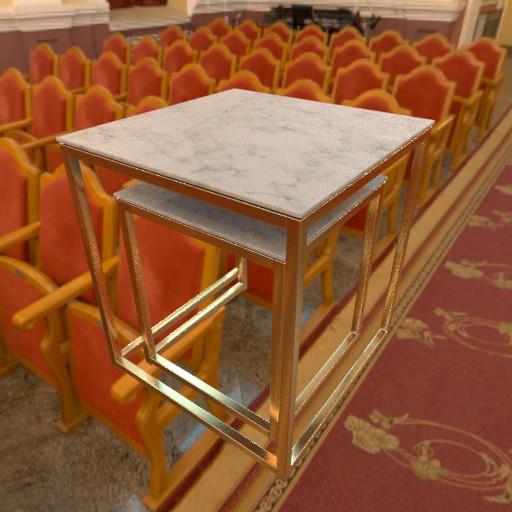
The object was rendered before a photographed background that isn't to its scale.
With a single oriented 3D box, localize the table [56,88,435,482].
[{"bbox_3d":[0.000,0.000,0.868,0.450,0.500,0.450,21,38,30],"label":"table"}]
